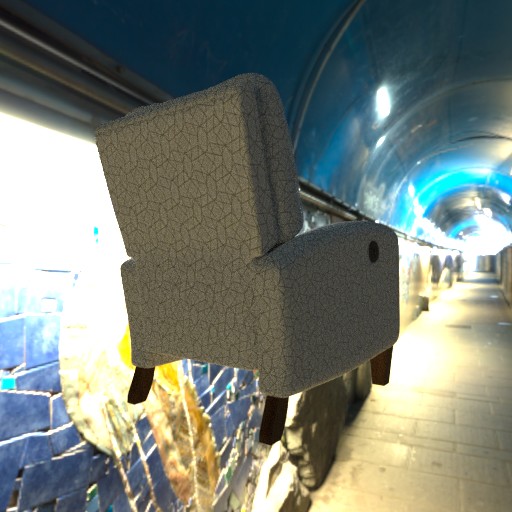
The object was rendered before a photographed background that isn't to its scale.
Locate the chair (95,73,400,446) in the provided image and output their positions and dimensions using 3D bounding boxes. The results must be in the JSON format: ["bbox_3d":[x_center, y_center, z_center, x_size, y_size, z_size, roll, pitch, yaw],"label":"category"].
[{"bbox_3d":[0.000,0.000,1.707,0.796,1.064,0.995,-1,-1,37],"label":"chair"}]
